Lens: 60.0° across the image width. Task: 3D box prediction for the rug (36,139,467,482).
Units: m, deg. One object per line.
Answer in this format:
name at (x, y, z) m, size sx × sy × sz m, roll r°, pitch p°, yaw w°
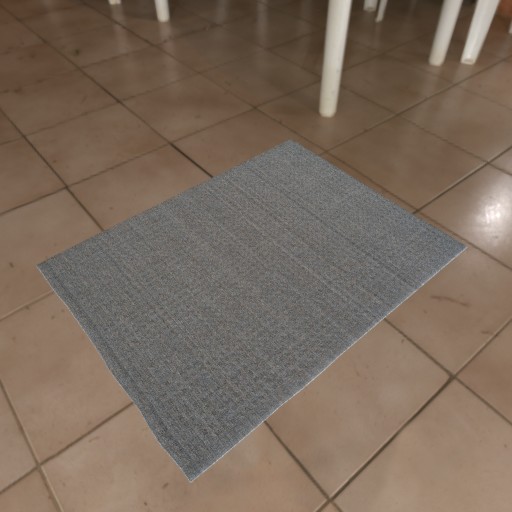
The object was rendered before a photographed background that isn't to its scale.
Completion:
rug at (0.000, 0.000, 4.124) m, size 3.200 × 0.007 × 2.443 m, roll -32°, pitch 55°, yaw -26°
